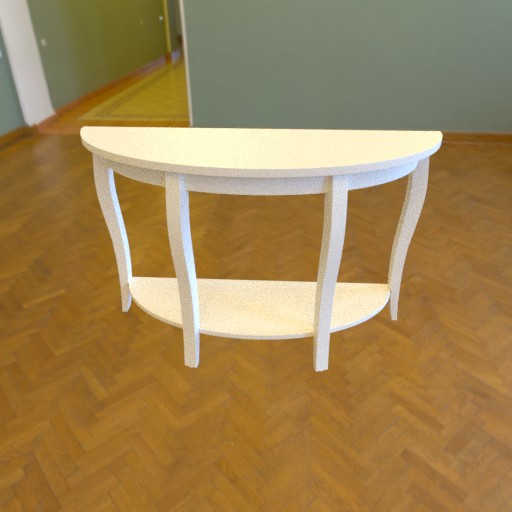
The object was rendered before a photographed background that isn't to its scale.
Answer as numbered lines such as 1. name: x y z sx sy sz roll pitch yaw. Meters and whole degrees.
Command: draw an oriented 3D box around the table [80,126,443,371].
1. table: 0.000 0.000 1.550 1.219 0.780 0.394 1 31 2
